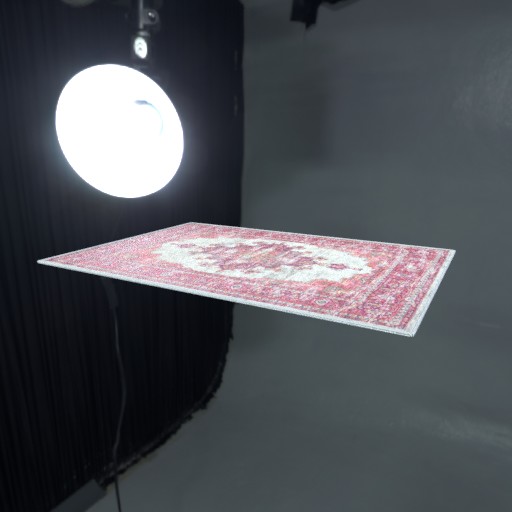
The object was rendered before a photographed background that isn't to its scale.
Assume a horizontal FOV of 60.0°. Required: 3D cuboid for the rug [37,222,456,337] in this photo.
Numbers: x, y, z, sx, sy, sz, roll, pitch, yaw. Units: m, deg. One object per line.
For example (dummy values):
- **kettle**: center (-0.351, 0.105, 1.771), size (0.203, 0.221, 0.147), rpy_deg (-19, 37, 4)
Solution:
- **rug**: center (0.000, 0.000, 2.242), size (1.747, 0.011, 1.217), rpy_deg (8, 16, 28)
